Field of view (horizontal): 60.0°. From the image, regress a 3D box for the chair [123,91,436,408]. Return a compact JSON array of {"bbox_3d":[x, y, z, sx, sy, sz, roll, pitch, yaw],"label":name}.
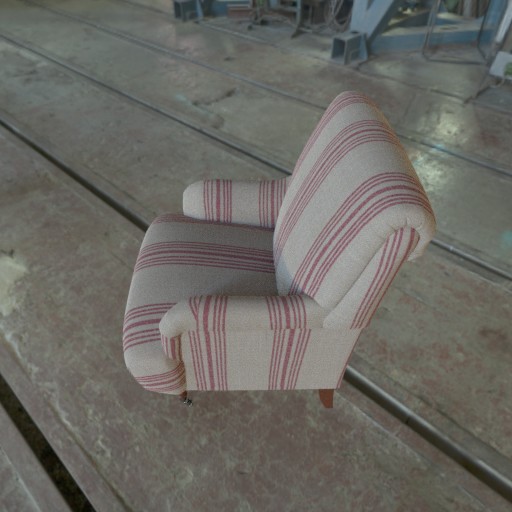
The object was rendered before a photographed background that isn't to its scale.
[{"bbox_3d":[0.000,0.000,1.865,1.058,1.123,0.933,-1,42,-1],"label":"chair"}]
